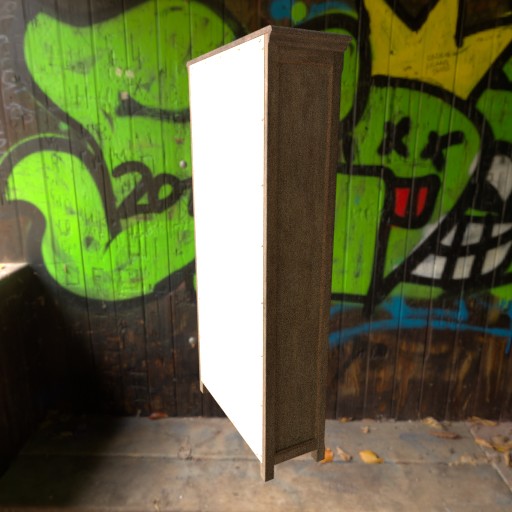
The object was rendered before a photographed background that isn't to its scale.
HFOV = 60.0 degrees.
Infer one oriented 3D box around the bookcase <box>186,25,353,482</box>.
[{"bbox_3d":[0.000,0.000,2.204,0.348,1.880,0.906,-8,17,-26],"label":"bookcase"}]
